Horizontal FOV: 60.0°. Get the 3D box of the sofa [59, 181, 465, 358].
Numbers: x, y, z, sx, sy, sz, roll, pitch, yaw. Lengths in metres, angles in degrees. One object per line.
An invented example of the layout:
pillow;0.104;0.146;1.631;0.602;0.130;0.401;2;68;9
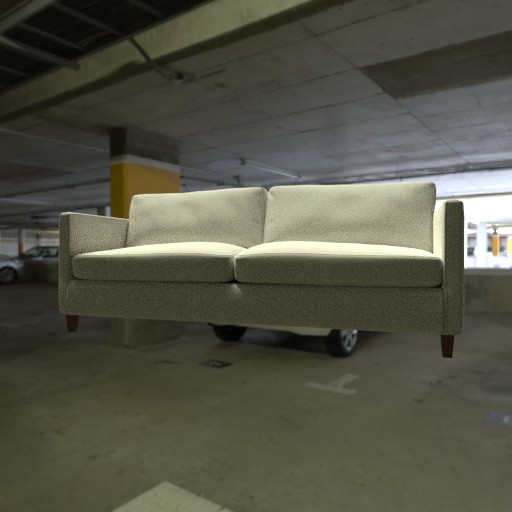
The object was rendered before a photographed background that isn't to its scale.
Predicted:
sofa;0.000;0.000;2.863;2.361;0.962;0.951;0;1;18
